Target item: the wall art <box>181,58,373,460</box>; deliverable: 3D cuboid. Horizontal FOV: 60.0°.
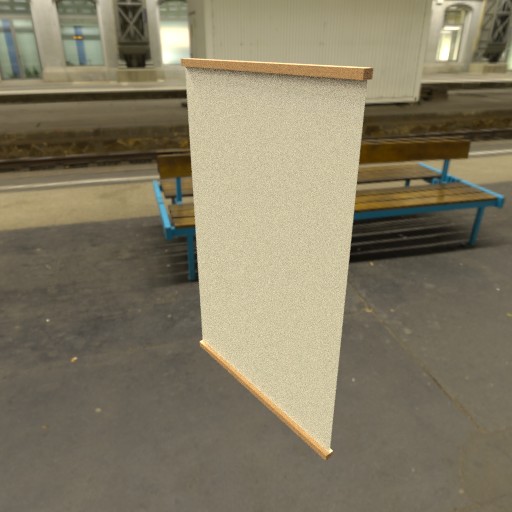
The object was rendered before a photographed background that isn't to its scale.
[{"bbox_3d":[0.000,0.000,1.272,0.027,1.020,0.669,-19,32,-34],"label":"wall art"}]
